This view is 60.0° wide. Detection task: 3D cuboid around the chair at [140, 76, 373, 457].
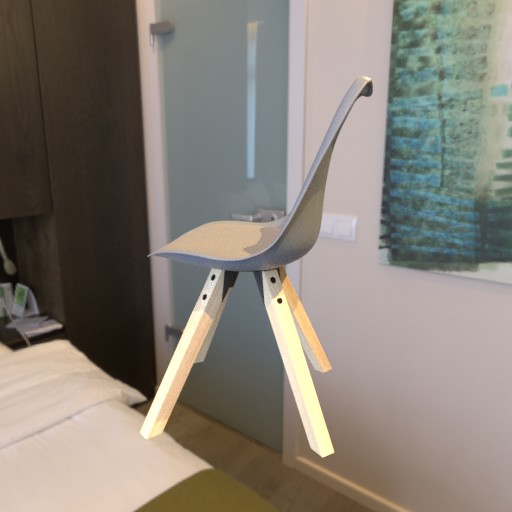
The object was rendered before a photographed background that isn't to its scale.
[{"bbox_3d":[0.000,0.000,1.178,0.550,0.850,0.485,2,14,9],"label":"chair"}]
